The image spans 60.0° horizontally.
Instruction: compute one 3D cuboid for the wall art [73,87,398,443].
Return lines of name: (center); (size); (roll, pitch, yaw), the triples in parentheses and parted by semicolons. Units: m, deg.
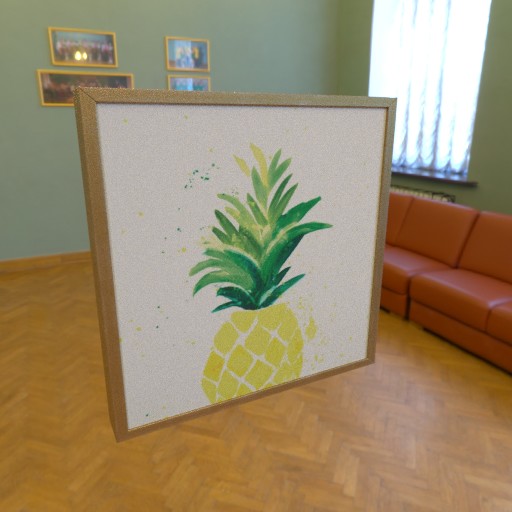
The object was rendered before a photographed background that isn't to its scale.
wall art: (0.000, 0.000, 0.444); (0.306, 0.305, 0.038); (-9, 19, -26)
